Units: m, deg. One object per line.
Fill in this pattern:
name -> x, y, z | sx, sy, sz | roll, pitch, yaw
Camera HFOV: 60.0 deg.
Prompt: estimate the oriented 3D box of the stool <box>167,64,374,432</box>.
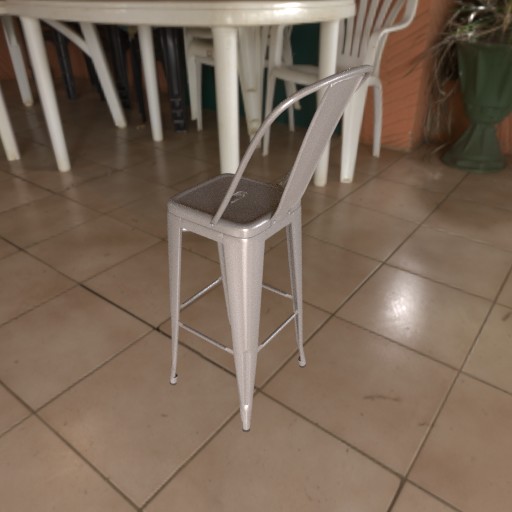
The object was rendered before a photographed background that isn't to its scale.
stool -> 0.000, 0.000, 1.331 | 0.513, 1.096, 0.399 | 21, 37, 30
